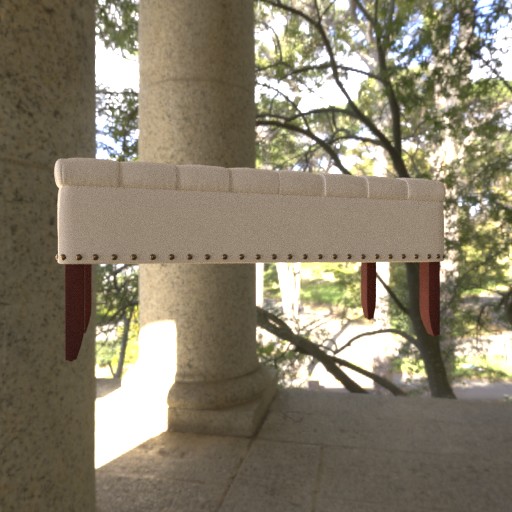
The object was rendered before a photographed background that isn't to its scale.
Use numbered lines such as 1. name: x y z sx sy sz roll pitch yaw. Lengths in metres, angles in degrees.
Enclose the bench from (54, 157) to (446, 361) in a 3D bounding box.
1. bench: 0.000 0.000 1.308 1.054 0.470 0.400 0 0 -18
